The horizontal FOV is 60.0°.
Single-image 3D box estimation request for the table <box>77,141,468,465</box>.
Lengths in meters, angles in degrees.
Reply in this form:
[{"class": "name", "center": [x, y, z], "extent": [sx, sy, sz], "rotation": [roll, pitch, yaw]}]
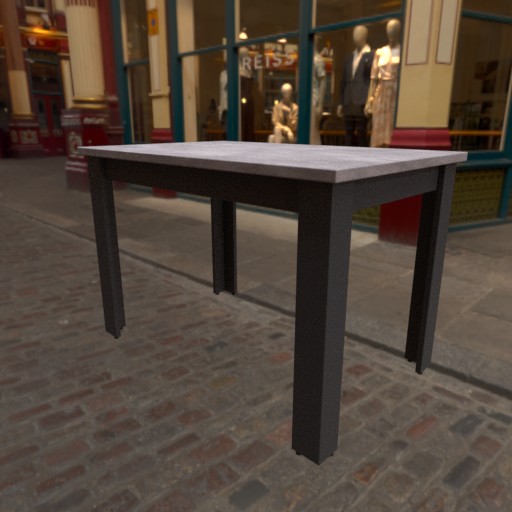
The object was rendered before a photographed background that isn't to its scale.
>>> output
[{"class": "table", "center": [0.000, 0.000, 1.566], "extent": [1.100, 0.734, 0.700], "rotation": [16, 23, 41]}]
